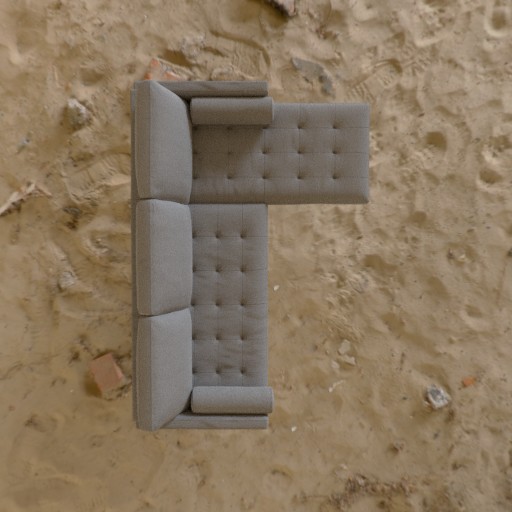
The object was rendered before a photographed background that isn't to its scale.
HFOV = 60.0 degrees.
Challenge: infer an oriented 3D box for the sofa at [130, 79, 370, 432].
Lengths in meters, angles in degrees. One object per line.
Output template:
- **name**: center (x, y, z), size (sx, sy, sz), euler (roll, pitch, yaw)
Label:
- **sofa**: center (0.000, 0.000, 2.911), size (1.506, 0.875, 2.178), euler (0, 91, 0)
